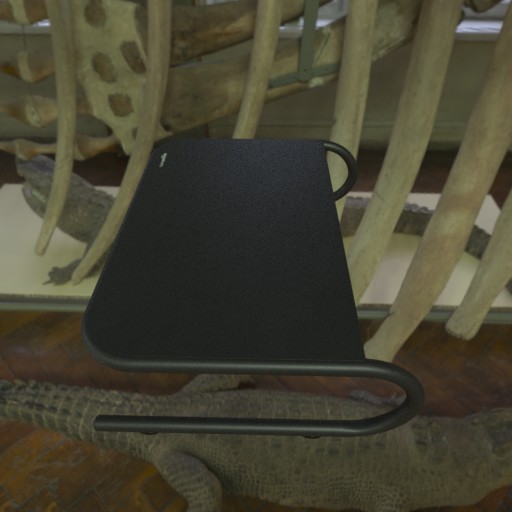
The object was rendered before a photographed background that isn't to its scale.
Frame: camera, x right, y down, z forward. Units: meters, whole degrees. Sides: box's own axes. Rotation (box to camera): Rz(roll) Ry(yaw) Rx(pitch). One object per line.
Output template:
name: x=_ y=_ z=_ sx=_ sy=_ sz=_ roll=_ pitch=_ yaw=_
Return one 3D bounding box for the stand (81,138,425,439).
stand: x=0.000 y=0.000 z=0.496 sx=0.280 sy=0.108 sz=0.370 roll=1 pitch=41 yaw=1
